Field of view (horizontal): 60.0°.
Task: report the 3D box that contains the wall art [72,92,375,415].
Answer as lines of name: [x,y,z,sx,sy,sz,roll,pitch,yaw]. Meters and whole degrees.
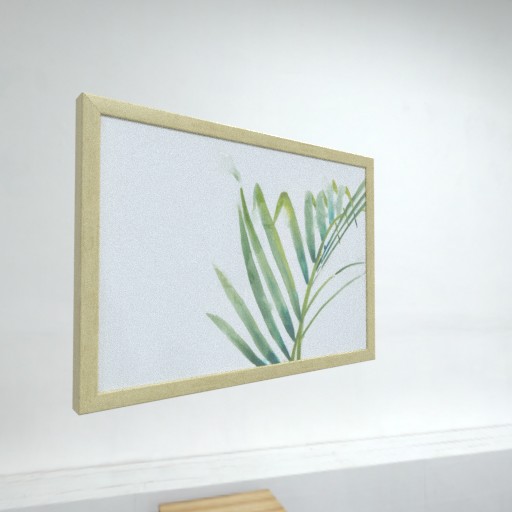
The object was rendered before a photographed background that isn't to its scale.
wall art: [0.000,0.000,0.691,0.533,0.381,0.032,1,-2,-36]
